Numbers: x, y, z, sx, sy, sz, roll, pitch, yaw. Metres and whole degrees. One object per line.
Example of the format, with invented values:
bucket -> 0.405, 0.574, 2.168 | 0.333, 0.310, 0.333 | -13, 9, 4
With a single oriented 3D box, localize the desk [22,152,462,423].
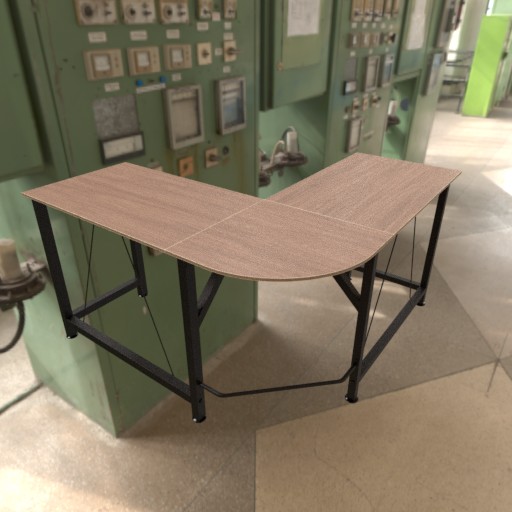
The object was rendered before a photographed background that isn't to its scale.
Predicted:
desk -> 0.000, 0.000, 2.160 | 1.400, 0.762, 1.400 | 20, 34, 31
